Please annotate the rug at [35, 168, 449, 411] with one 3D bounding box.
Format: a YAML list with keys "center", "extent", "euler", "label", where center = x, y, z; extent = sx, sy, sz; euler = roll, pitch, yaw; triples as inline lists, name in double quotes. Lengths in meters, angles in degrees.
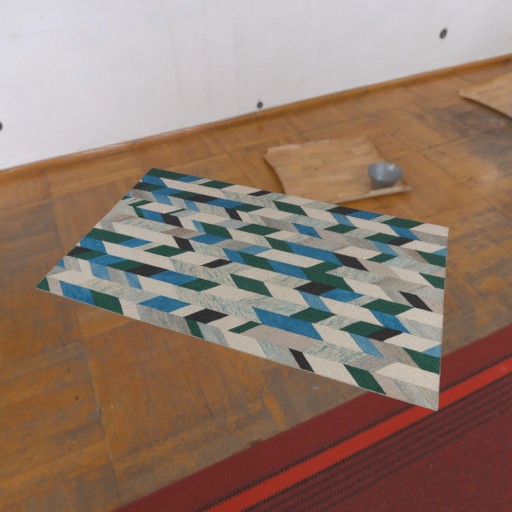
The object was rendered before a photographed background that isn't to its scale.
- center: [0.000, 0.000, 2.992]
  extent: [2.433, 0.007, 1.507]
  euler: [14, 45, 14]
  label: "rug"
